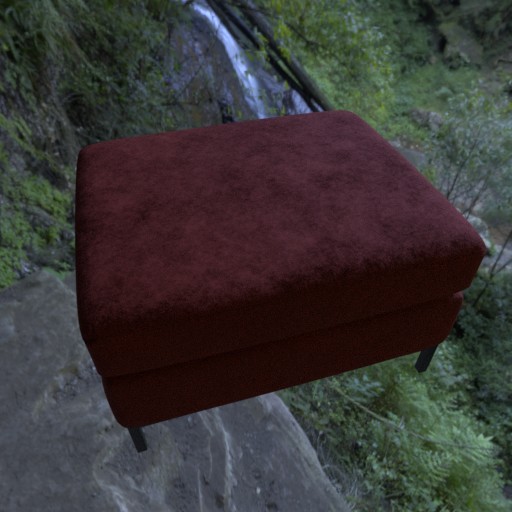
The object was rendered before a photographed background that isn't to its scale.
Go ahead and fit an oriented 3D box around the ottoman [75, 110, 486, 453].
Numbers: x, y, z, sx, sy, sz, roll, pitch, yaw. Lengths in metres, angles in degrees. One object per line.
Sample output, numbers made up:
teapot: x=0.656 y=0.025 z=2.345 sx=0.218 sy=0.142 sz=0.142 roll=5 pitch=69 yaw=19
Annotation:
ottoman: x=0.000 y=0.000 z=1.122 sx=0.782 sy=0.462 sz=0.650 roll=-12 pitch=44 yaw=-12
